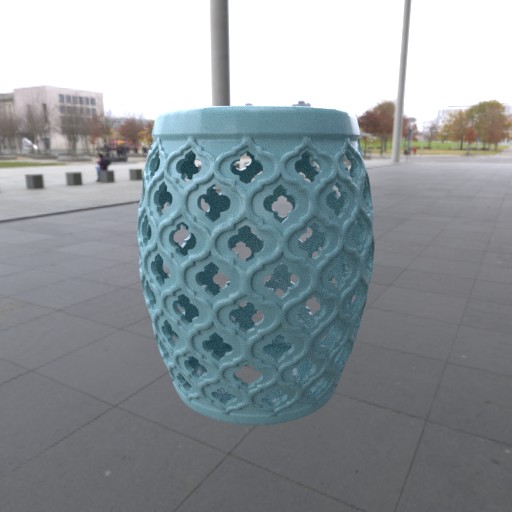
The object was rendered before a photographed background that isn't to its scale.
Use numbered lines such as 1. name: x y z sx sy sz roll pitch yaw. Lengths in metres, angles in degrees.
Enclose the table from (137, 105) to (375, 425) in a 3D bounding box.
1. table: 0.000 0.000 0.633 0.325 0.388 0.325 0 14 0
